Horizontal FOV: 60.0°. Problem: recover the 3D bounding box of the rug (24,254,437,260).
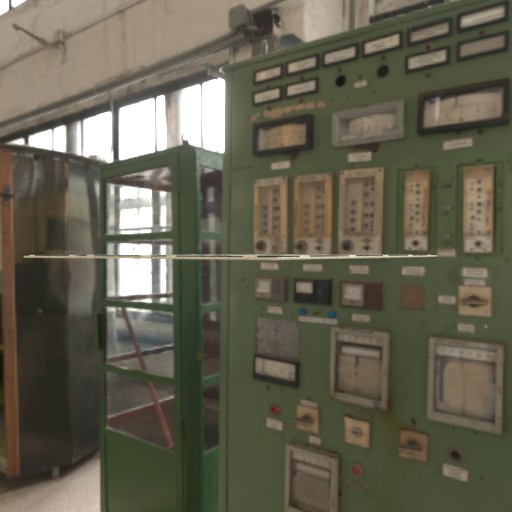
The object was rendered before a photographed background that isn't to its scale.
[{"bbox_3d":[0.000,0.000,4.112,2.466,0.021,3.049,0,0,36],"label":"rug"}]
